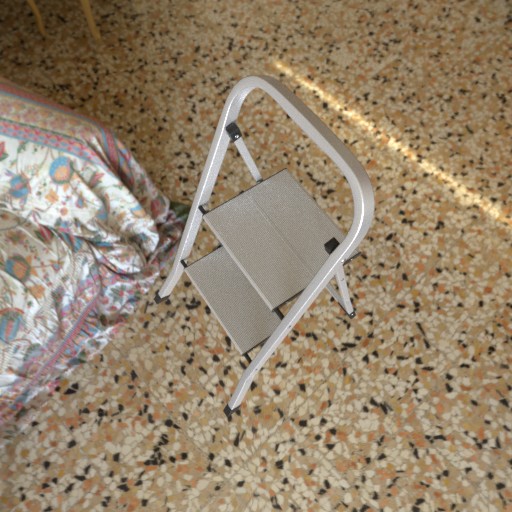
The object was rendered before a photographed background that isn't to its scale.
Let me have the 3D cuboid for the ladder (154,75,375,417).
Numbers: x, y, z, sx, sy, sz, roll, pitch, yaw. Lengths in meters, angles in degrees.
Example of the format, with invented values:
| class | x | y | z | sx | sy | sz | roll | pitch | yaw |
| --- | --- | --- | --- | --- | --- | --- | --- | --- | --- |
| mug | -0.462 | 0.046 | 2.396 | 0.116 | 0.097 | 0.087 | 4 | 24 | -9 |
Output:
| class | x | y | z | sx | sy | sz | roll | pitch | yaw |
| --- | --- | --- | --- | --- | --- | --- | --- | --- | --- |
| ladder | 0.000 | 0.000 | 1.124 | 0.530 | 0.830 | 0.465 | -32 | 68 | -15 |
